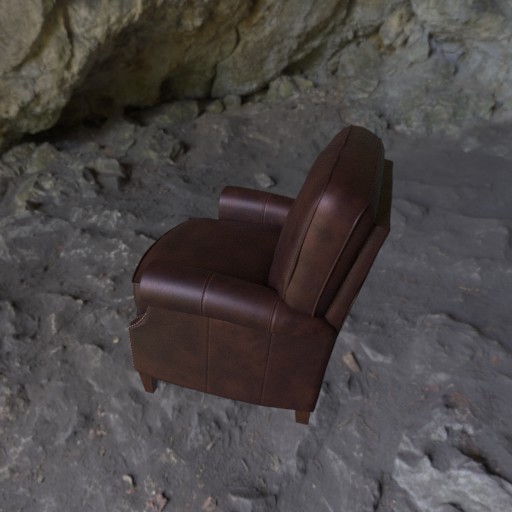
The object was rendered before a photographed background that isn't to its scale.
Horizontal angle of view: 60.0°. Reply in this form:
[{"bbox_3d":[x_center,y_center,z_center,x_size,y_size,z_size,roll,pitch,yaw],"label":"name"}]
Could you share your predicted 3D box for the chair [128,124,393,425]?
[{"bbox_3d":[0.000,0.000,1.822,0.986,1.018,0.936,8,30,14],"label":"chair"}]
